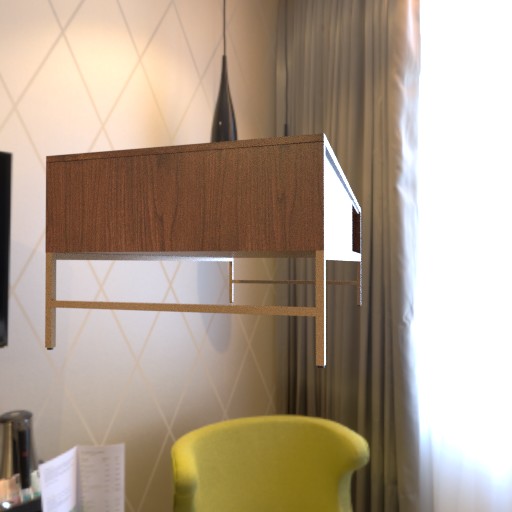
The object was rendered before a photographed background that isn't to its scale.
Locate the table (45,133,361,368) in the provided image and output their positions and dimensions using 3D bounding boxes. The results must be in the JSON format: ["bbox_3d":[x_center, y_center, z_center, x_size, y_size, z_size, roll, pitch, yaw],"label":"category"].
[{"bbox_3d":[0.000,0.000,1.892,0.789,0.551,1.553,0,-1,16],"label":"table"}]
